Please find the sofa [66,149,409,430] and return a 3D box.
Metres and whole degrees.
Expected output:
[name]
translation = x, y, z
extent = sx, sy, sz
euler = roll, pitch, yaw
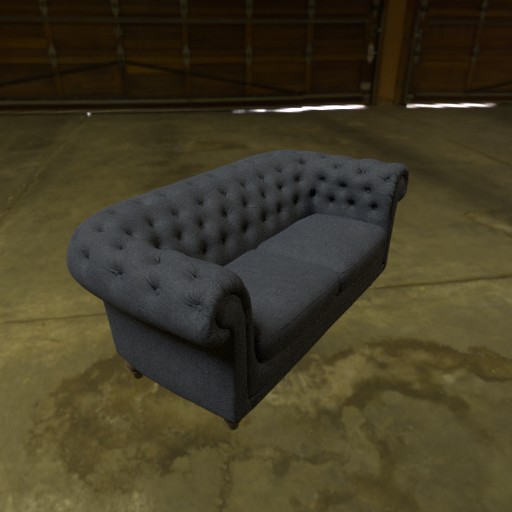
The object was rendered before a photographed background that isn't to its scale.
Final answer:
[sofa]
translation = 0.000, 0.000, 2.512
extent = 1.082, 0.833, 1.988
euler = 18, 32, 31
